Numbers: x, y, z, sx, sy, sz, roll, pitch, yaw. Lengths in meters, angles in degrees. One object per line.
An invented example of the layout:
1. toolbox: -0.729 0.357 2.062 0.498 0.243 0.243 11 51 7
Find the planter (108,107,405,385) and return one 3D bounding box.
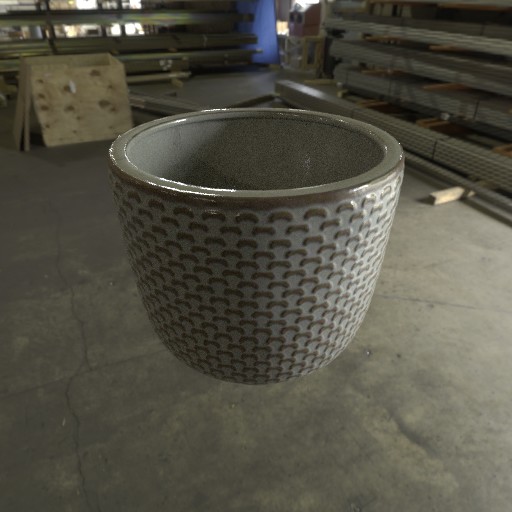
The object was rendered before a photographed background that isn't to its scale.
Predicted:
1. planter: 0.000 0.000 0.245 0.139 0.130 0.139 0 31 0
